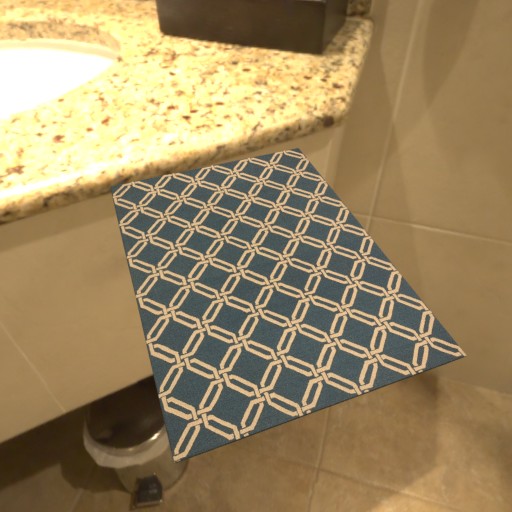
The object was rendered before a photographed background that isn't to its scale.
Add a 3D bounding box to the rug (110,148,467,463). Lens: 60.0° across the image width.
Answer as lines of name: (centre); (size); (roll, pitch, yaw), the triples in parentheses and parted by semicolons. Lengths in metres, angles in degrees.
rug: (0.000, 0.000, 4.416); (2.432, 0.018, 3.342); (-15, 47, -14)
